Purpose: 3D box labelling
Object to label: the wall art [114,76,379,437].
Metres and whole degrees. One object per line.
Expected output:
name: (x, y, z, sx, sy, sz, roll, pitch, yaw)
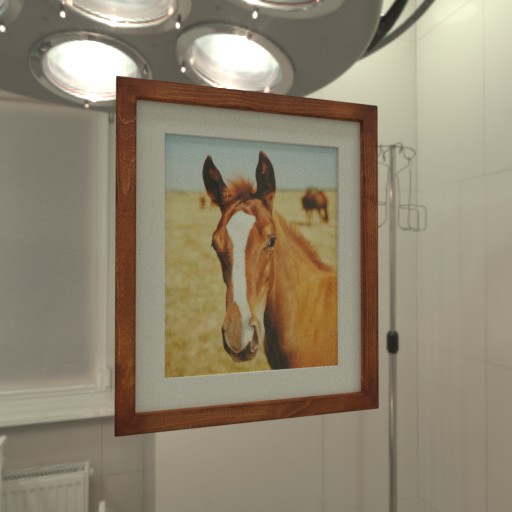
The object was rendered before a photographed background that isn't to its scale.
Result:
wall art: (0.000, 0.000, 0.764, 0.462, 0.558, 0.030, 0, -1, -17)
